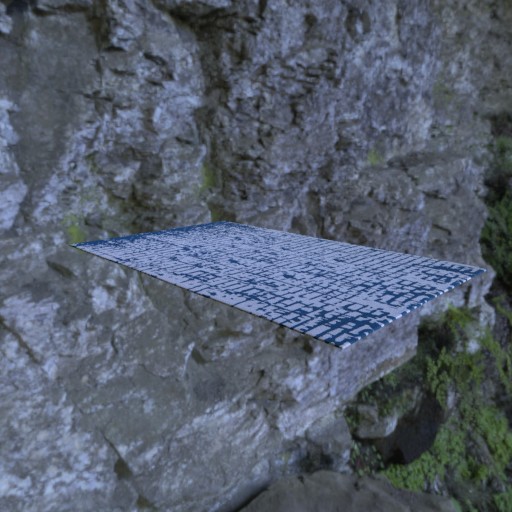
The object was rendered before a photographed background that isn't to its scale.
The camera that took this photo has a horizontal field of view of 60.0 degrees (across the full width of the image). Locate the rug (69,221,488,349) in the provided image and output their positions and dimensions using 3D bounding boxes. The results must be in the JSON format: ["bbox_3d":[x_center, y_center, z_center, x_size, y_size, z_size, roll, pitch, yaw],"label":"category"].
[{"bbox_3d":[0.000,0.000,2.987,1.517,0.011,2.435,-14,20,-43],"label":"rug"}]
